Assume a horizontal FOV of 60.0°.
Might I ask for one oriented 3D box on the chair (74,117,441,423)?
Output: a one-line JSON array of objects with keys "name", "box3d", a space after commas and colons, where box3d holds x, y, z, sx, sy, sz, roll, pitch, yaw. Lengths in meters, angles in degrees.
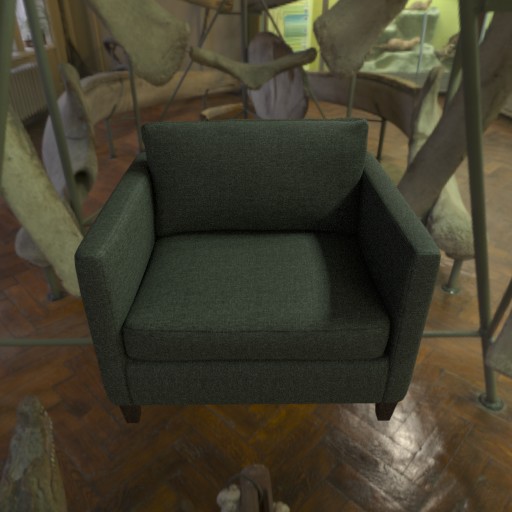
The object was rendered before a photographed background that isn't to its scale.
[{"name": "chair", "box3d": [0.000, 0.000, 1.790, 1.107, 0.963, 0.959, 0, 32, -1]}]
